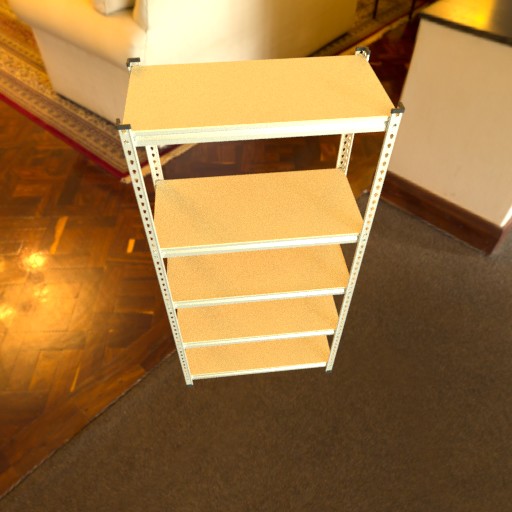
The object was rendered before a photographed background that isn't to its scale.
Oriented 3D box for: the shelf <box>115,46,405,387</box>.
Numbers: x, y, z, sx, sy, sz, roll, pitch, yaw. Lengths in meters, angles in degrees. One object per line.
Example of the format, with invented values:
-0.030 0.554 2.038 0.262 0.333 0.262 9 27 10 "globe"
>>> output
0.000 0.000 2.217 0.914 1.829 0.457 -5 49 -4 "shelf"
